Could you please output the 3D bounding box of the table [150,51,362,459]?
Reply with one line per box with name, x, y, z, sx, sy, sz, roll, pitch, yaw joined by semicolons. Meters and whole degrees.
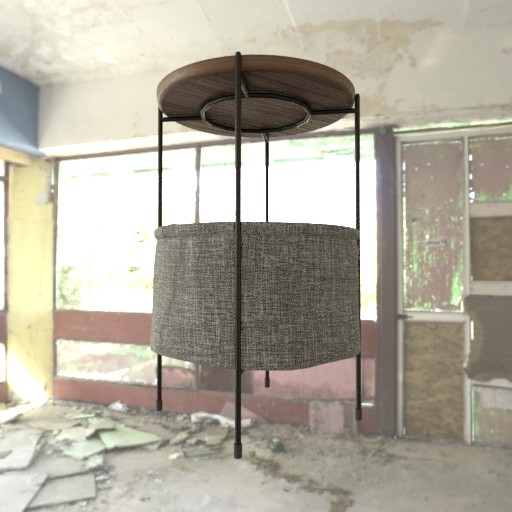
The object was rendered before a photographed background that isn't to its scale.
table;0.000;0.000;0.876;0.400;0.623;0.400;1;-1;-37
